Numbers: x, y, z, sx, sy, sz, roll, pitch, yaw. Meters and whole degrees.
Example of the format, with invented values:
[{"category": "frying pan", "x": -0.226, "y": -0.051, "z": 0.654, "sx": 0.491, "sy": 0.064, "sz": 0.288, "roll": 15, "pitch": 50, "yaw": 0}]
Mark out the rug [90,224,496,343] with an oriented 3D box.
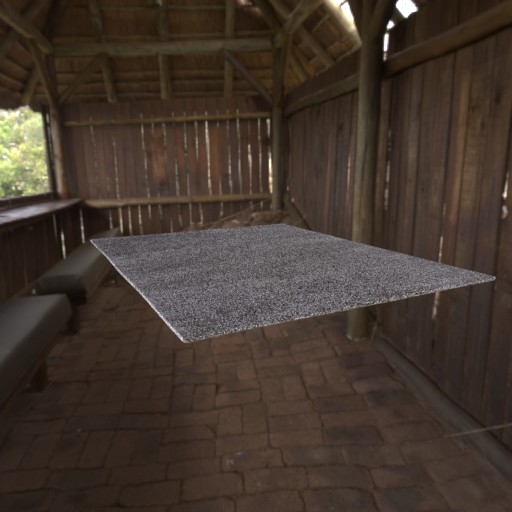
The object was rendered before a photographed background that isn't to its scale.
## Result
[{"category": "rug", "x": 0.000, "y": 0.000, "z": 3.985, "sx": 2.401, "sy": 0.025, "sz": 3.000, "roll": -7, "pitch": 14, "yaw": -27}]
